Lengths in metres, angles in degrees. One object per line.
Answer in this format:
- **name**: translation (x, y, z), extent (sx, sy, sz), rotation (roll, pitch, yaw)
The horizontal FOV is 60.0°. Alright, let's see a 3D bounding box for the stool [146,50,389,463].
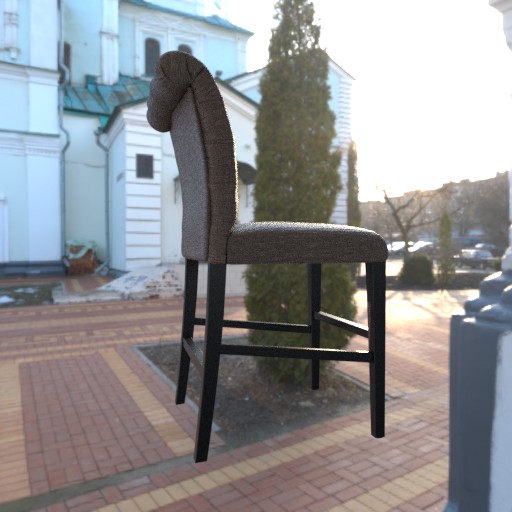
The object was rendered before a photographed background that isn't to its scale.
- **stool**: translation (0.000, 0.000, 1.300), extent (0.611, 0.970, 0.457), rotation (0, 1, -17)
